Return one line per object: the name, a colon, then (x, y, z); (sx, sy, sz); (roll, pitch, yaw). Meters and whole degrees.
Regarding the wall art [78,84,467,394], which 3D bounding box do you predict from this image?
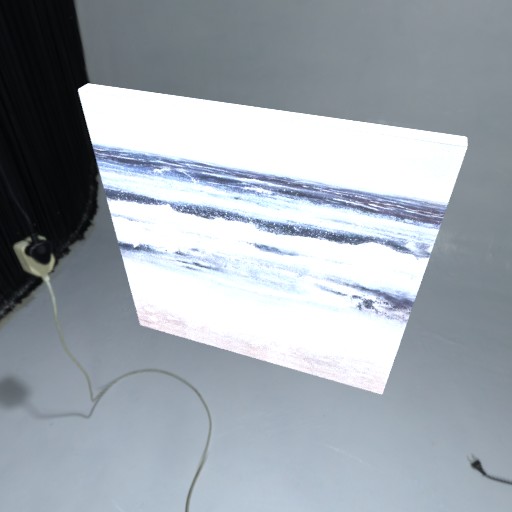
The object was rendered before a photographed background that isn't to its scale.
wall art: (0.000, 0.000, 1.086); (0.755, 0.747, 0.065); (13, 43, 14)
